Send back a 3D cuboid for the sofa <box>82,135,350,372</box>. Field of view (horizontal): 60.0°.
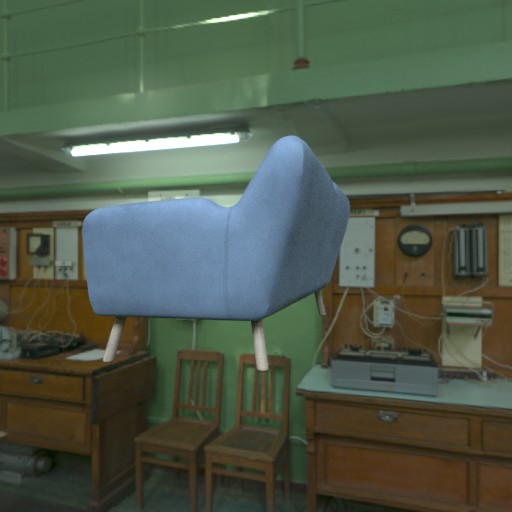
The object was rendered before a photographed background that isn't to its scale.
[{"bbox_3d":[0.000,0.000,2.346,0.850,0.810,1.870,0,0,17],"label":"sofa"}]
